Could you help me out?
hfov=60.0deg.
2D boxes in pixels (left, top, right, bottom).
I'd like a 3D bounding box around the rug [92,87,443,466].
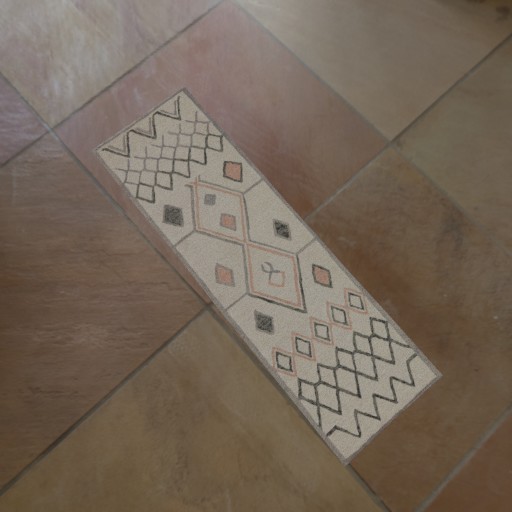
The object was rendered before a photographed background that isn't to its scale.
[{"bbox_3d":[0.000,0.000,2.692,0.750,0.011,2.435,-39,79,-9],"label":"rug"}]
